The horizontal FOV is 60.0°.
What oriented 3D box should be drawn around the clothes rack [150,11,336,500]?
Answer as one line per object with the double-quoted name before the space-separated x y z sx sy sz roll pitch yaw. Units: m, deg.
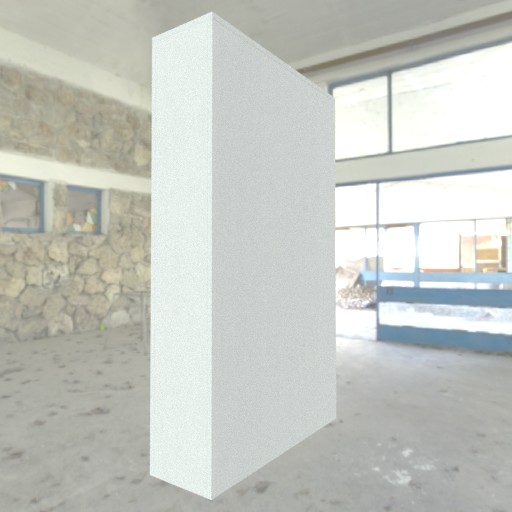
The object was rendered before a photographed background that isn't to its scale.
"clothes rack" 0.000 0.000 1.538 0.250 1.280 0.750 -1 -1 35
